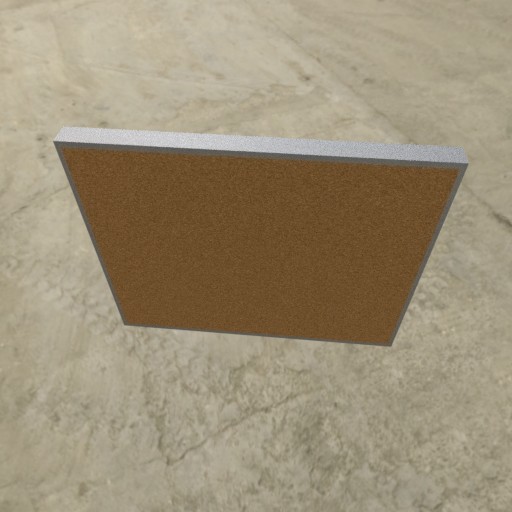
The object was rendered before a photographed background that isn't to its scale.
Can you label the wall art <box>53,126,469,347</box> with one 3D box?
[{"bbox_3d":[0.000,0.000,0.769,0.557,0.450,0.037,4,47,4],"label":"wall art"}]
